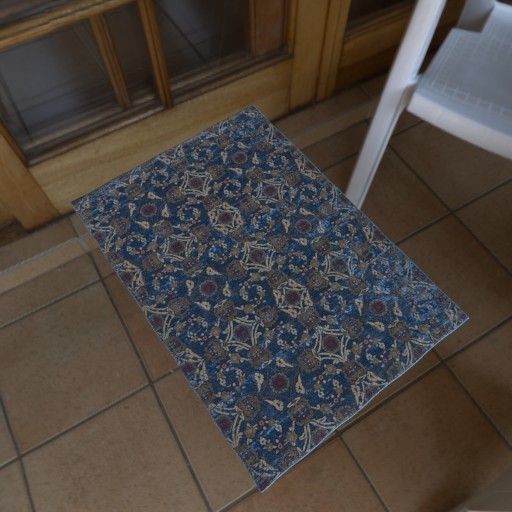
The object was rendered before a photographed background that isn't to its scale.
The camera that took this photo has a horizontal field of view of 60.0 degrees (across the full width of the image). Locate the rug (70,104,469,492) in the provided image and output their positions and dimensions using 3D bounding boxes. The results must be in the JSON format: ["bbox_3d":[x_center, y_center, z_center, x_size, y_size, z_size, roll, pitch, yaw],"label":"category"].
[{"bbox_3d":[0.000,0.000,2.869,1.567,0.014,2.207,-33,67,-16],"label":"rug"}]
